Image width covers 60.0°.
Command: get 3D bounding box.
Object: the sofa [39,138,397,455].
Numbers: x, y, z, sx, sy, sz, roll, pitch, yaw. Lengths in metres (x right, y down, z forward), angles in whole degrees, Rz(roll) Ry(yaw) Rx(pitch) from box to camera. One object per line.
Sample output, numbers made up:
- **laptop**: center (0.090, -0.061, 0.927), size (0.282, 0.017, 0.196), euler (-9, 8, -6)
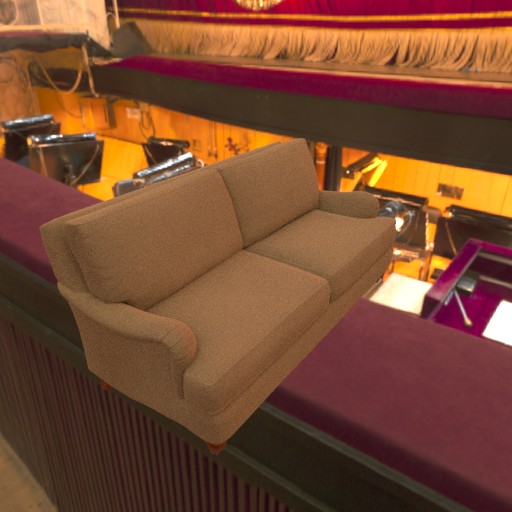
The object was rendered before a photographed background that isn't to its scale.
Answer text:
- **sofa**: center (0.000, 0.000, 2.673), size (1.091, 0.997, 2.070), euler (19, 33, 31)
